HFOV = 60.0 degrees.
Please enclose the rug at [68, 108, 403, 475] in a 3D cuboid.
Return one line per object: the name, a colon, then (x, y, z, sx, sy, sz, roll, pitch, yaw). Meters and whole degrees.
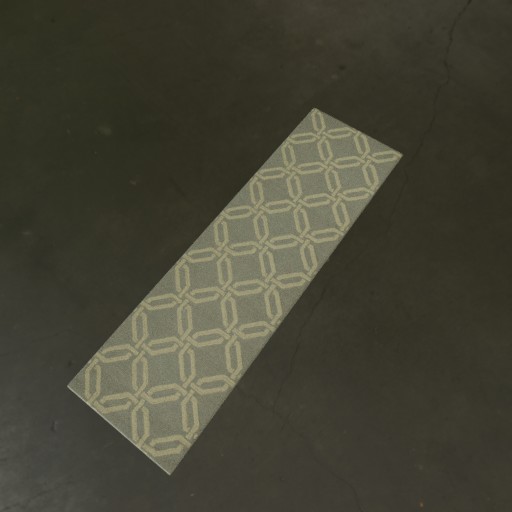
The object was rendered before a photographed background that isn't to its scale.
rug: (0.000, 0.000, 2.523, 0.678, 0.014, 2.276, 33, 69, 15)
